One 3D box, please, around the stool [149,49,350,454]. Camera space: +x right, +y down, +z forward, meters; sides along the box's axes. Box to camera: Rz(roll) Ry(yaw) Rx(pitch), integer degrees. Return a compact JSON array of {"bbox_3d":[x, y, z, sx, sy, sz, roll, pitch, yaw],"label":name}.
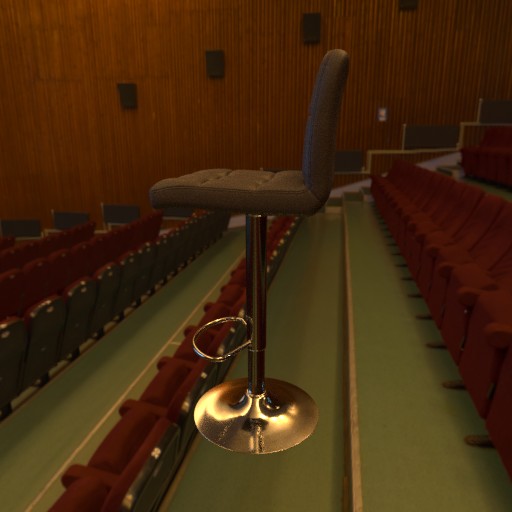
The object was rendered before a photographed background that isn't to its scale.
[{"bbox_3d":[0.000,0.000,1.371,0.505,1.115,0.430,3,16,9],"label":"stool"}]
